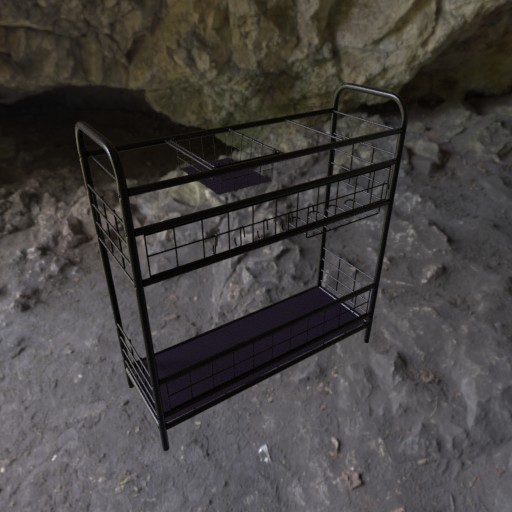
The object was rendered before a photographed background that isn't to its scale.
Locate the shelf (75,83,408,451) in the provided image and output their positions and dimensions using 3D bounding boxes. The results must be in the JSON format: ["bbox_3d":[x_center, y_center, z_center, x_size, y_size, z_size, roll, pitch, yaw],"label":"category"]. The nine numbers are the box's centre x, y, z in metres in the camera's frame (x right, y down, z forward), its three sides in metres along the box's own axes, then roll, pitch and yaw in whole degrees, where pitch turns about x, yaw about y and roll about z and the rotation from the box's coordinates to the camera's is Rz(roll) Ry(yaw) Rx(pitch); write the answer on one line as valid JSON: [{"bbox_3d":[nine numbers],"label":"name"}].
[{"bbox_3d":[0.000,0.000,1.550,0.961,1.026,0.350,-19,36,-28],"label":"shelf"}]
